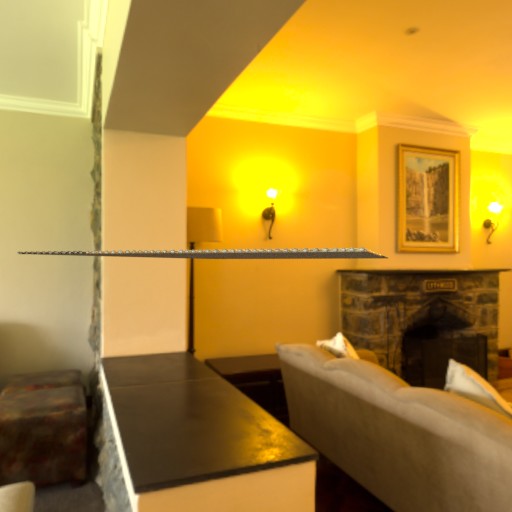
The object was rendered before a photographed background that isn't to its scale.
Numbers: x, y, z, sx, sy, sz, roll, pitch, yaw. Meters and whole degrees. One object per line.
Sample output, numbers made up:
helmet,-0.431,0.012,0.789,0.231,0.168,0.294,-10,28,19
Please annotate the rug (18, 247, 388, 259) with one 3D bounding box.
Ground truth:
rug,0.000,0.000,2.928,1.600,0.013,2.312,0,-1,19
